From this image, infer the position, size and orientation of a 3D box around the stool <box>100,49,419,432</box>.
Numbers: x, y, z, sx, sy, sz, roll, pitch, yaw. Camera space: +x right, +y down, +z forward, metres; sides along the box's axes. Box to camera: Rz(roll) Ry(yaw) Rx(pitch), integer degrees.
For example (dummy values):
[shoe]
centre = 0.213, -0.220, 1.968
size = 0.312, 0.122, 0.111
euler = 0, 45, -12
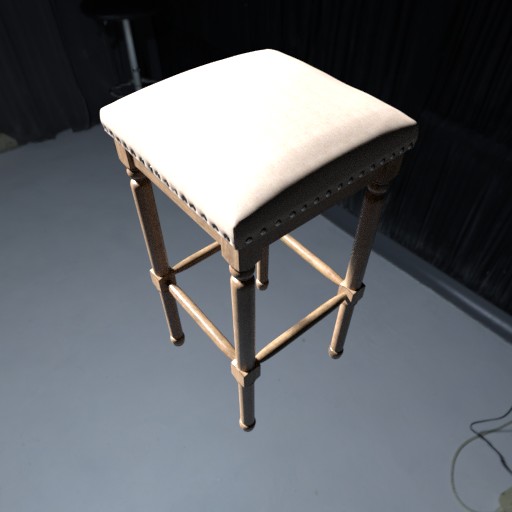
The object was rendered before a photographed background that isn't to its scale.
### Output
[stool]
centre = 0.000, 0.000, 0.974
size = 0.383, 0.768, 0.382
euler = -31, 55, -26
